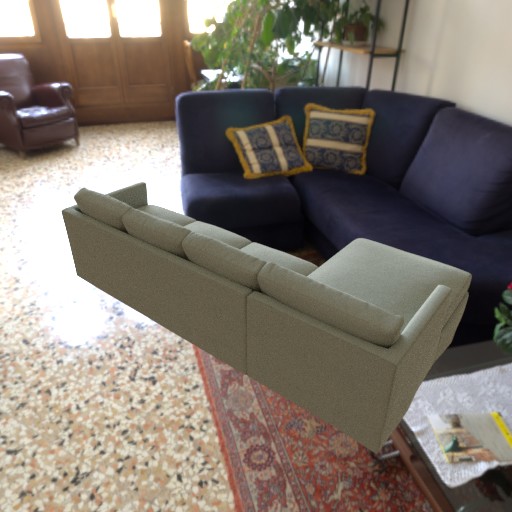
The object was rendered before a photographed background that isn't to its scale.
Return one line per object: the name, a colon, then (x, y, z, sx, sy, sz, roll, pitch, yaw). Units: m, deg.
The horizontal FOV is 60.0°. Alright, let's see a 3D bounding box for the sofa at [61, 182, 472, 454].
sofa: (0.000, 0.000, 3.819, 3.205, 0.922, 1.650, 22, 37, 32)
